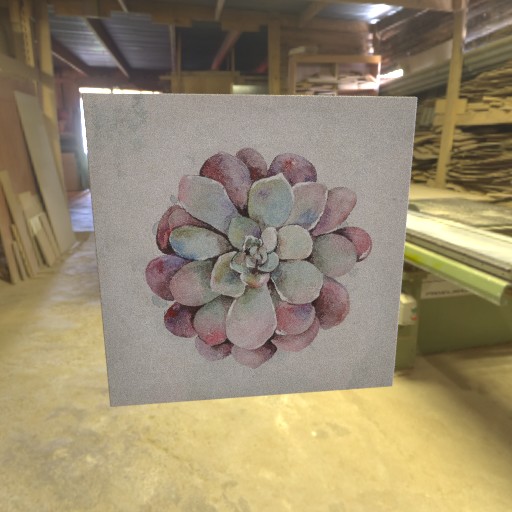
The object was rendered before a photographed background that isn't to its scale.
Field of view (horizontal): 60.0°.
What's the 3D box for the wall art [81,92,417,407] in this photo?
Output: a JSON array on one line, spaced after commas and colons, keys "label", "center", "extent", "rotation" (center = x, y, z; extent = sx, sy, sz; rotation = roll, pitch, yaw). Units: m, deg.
[{"label": "wall art", "center": [0.000, 0.000, 0.888], "extent": [0.605, 0.605, 0.044], "rotation": [-2, 14, -7]}]
